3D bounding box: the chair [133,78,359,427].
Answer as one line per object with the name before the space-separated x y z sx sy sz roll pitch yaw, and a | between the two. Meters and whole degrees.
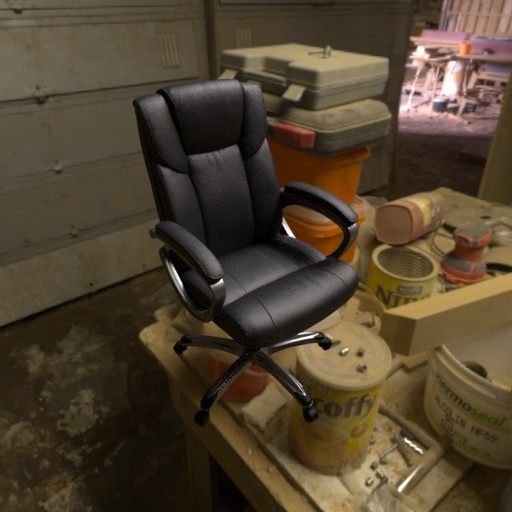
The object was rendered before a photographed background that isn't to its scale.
chair | 0.000 0.000 1.620 0.721 1.130 0.719 -21 37 -32
